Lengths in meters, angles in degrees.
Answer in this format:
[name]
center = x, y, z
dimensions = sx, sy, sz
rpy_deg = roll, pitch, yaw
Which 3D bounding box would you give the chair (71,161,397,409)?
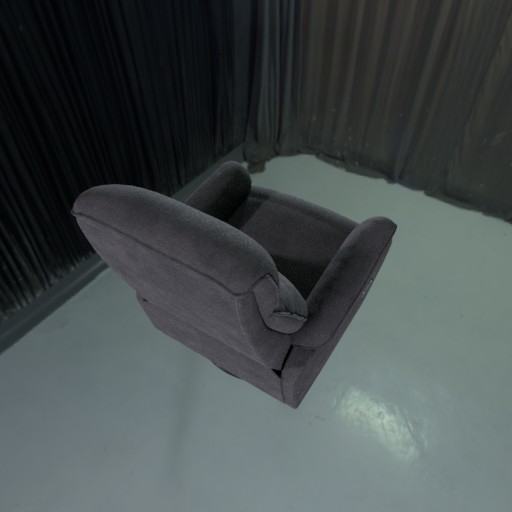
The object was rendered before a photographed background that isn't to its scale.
[chair]
center = 0.000, 0.000, 1.701
dimensions = 0.830, 1.035, 1.009
rpy_deg = 24, 51, 22
